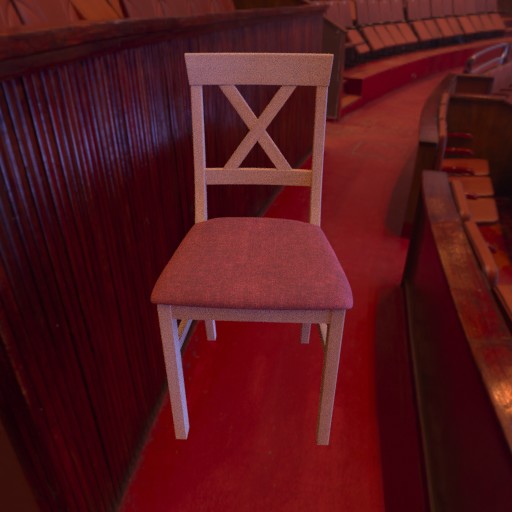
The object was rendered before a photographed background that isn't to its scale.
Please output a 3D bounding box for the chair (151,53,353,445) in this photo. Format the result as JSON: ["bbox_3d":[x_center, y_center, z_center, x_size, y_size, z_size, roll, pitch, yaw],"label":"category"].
[{"bbox_3d":[0.000,0.000,1.148,0.439,0.912,0.492,1,31,2],"label":"chair"}]
